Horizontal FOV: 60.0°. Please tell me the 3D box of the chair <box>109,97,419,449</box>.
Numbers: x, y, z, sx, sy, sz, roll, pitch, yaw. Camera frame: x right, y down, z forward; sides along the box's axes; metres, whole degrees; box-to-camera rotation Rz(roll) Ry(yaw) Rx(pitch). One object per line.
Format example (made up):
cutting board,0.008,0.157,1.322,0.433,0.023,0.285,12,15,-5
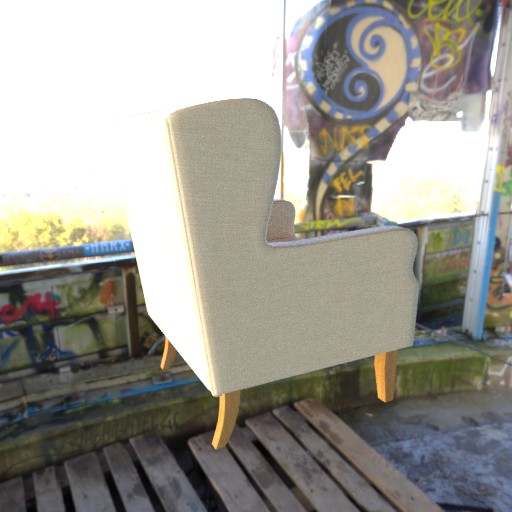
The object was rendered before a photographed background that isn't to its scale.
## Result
chair,0.000,0.000,1.460,0.760,0.930,0.710,-8,17,-27
